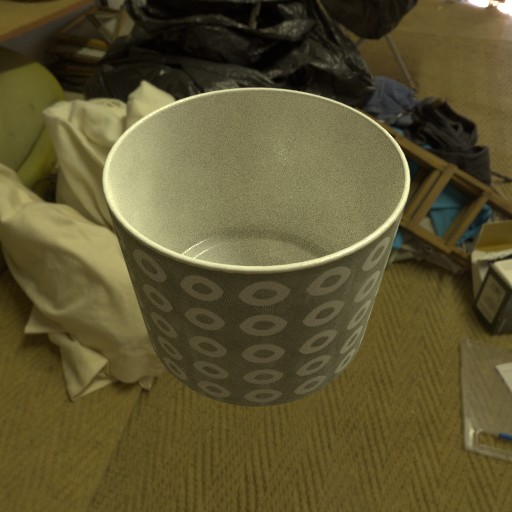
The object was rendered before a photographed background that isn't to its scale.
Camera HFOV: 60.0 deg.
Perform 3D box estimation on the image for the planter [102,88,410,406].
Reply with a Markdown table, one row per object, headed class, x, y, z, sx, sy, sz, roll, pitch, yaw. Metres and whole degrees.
| class | x | y | z | sx | sy | sz | roll | pitch | yaw |
| --- | --- | --- | --- | --- | --- | --- | --- | --- | --- |
| planter | 0.000 | 0.000 | 0.346 | 0.190 | 0.181 | 0.190 | 0 | 47 | 0 |
